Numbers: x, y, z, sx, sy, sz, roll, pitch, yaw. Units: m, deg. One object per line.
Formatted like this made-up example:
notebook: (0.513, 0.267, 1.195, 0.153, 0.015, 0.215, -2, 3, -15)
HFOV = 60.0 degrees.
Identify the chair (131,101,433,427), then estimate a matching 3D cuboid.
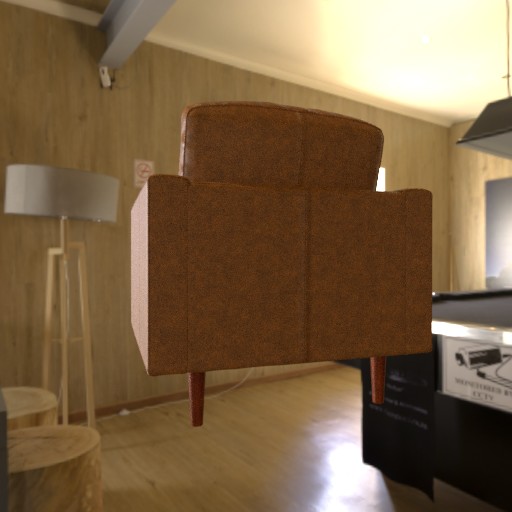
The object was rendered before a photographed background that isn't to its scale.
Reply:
chair: (0.000, 0.000, 1.701, 0.890, 0.956, 0.909, 0, 0, -18)
